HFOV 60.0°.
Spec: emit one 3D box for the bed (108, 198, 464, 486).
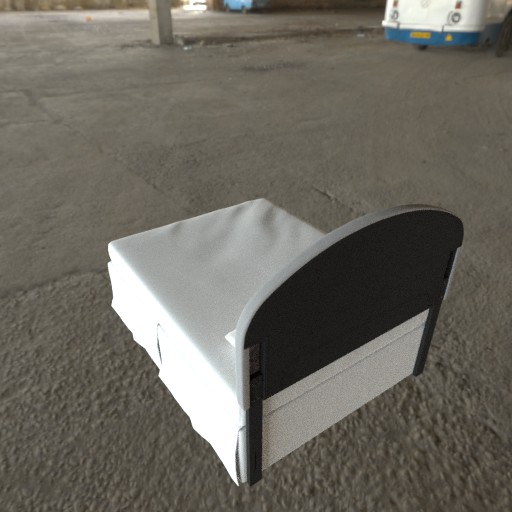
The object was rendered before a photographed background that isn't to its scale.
[{"bbox_3d":[0.000,0.000,3.056,1.607,1.410,2.005,-20,37,-29],"label":"bed"}]
